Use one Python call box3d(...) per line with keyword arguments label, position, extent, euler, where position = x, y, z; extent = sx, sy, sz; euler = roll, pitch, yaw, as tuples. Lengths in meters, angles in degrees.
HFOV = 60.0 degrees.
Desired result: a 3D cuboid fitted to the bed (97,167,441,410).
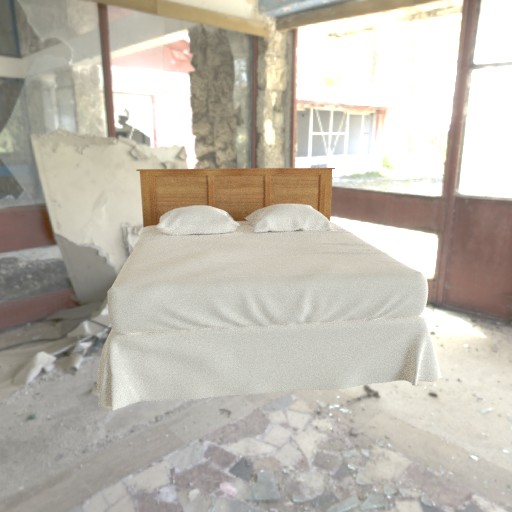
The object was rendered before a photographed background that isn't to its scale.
box3d(label="bed", position=(0.000, 0.000, 3.613), extent=(2.317, 1.270, 2.215), euler=(-2, 15, -8))
